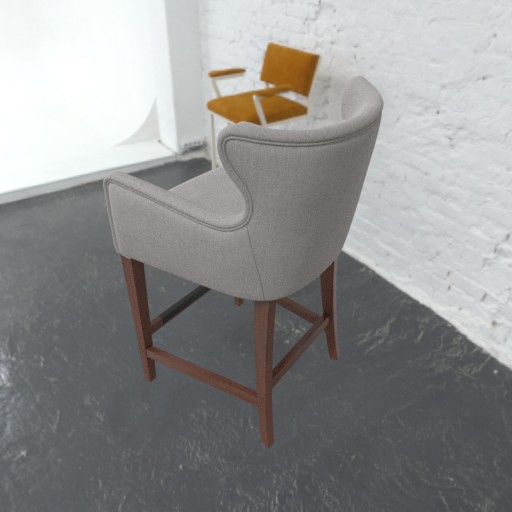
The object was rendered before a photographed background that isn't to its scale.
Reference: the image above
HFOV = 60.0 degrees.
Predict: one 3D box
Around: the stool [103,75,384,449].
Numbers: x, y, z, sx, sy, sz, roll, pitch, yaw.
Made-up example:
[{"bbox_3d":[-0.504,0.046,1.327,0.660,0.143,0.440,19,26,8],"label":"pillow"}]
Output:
[{"bbox_3d":[0.000,0.000,1.305,0.575,0.951,0.575,22,39,29],"label":"stool"}]
